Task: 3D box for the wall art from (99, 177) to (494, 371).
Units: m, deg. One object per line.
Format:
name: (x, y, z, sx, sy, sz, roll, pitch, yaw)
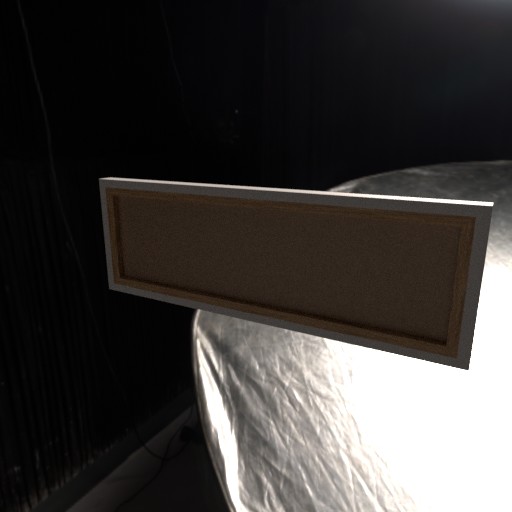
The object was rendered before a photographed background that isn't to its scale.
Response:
wall art: (0.000, 0.000, 0.837, 0.763, 0.255, 0.038, 8, 18, 28)
